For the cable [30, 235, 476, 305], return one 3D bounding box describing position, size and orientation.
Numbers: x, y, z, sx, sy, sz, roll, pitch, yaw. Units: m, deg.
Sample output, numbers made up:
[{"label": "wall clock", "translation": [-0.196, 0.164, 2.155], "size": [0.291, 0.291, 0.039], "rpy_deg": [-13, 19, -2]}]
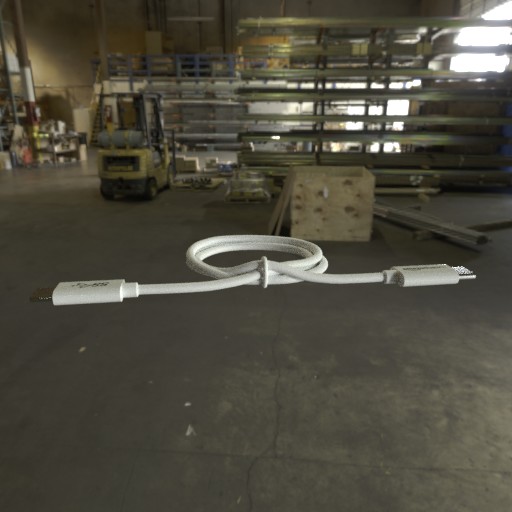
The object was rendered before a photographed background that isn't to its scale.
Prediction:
[{"label": "cable", "translation": [0.000, 0.000, 0.213], "size": [0.186, 0.014, 0.070], "rpy_deg": [-3, 18, -8]}]
